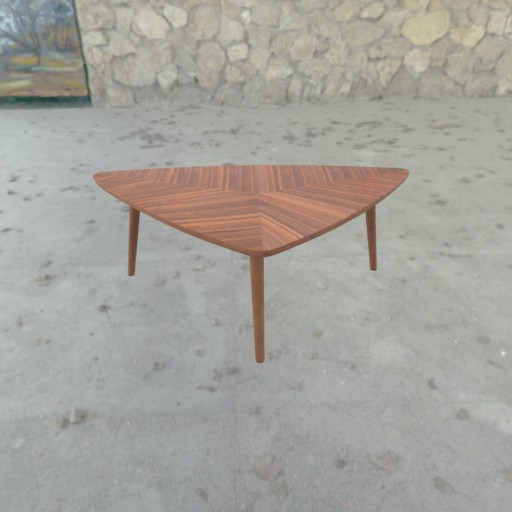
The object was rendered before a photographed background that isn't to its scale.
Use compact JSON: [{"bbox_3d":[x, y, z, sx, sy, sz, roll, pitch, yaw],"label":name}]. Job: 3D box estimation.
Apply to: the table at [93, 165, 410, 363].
[{"bbox_3d":[0.000,0.000,1.310,1.008,0.365,0.601,-1,29,-2],"label":"table"}]
